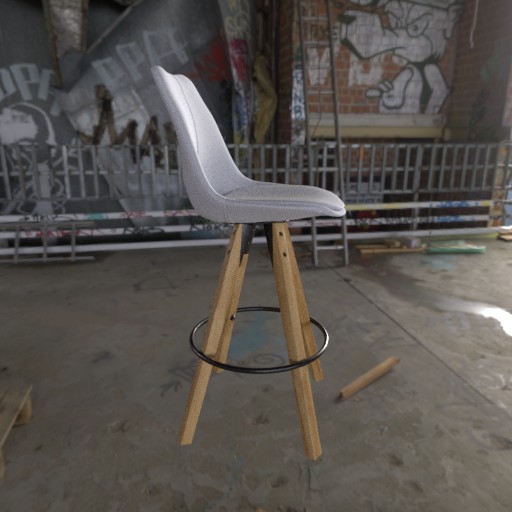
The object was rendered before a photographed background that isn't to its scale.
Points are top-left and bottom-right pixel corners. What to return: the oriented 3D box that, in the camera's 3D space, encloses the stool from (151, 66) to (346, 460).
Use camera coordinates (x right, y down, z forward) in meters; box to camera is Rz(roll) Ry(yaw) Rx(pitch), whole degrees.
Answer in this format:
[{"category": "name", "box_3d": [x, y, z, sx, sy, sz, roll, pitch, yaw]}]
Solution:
[{"category": "stool", "box_3d": [0.000, 0.000, 1.422, 0.550, 1.115, 0.484, 3, 16, 9]}]
